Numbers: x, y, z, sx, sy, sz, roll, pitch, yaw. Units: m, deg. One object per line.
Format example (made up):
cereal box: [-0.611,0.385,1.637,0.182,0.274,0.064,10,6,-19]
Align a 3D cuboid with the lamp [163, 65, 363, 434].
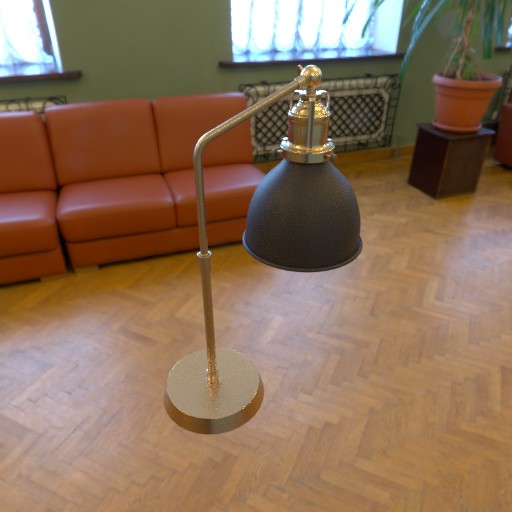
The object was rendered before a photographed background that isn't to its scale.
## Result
lamp: [0.000,0.000,0.580,0.291,0.456,0.160,-11,33,-18]
